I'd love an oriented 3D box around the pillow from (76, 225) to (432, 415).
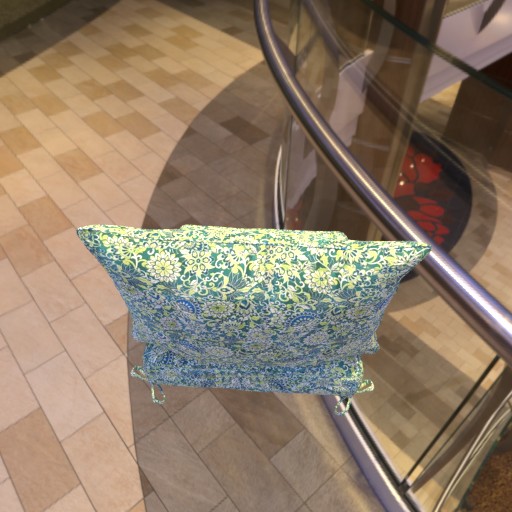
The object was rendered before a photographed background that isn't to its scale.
[{"bbox_3d":[0.000,0.000,1.393,0.798,0.722,0.740,3,46,3],"label":"pillow"}]
